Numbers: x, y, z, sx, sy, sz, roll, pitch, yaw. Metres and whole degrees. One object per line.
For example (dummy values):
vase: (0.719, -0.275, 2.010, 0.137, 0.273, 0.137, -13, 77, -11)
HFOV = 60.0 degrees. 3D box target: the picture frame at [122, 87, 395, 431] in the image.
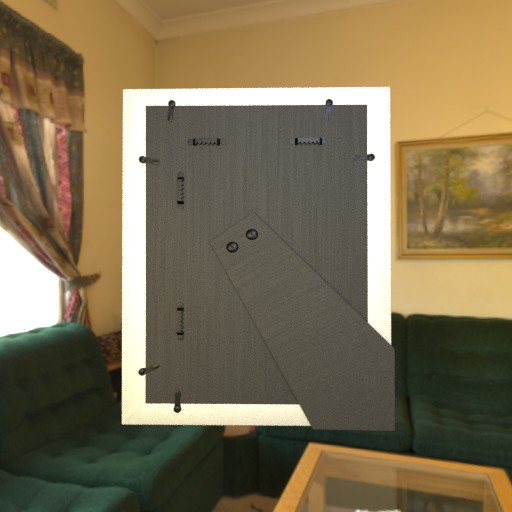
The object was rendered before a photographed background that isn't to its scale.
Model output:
picture frame: (0.000, 0.000, 0.511, 0.307, 0.386, 0.036, 0, -1, 1)
